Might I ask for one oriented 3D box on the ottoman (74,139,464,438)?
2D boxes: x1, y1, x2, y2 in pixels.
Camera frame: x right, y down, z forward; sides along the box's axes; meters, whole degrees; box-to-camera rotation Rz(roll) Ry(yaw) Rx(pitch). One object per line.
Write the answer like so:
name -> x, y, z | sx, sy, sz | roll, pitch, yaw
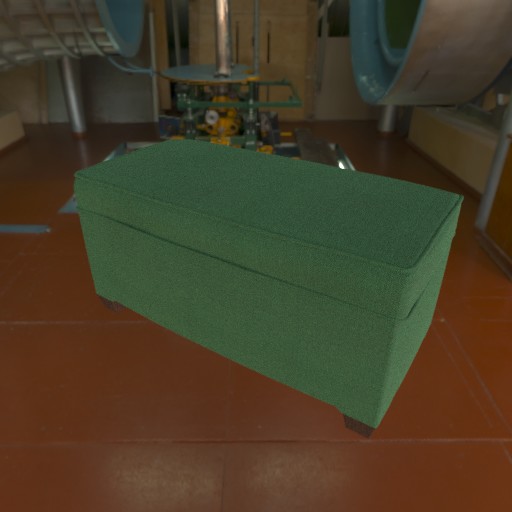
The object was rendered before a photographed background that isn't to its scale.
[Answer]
ottoman -> 0.000, 0.000, 1.242 | 0.957, 0.471, 0.483 | 19, 35, 29
